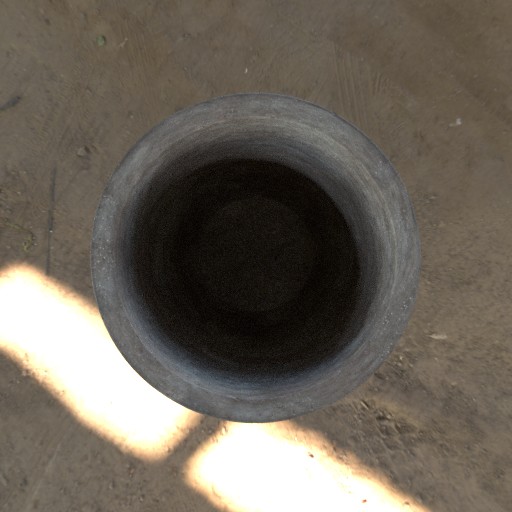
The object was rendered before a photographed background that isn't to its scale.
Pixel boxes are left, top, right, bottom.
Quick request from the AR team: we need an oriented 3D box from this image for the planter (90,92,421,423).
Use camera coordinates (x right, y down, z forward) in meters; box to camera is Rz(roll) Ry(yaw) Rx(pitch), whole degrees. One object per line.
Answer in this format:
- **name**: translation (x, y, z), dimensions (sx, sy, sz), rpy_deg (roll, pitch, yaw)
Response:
- **planter**: translation (0.000, 0.000, 0.224), dimensions (0.122, 0.128, 0.122), rpy_deg (0, 91, 0)
